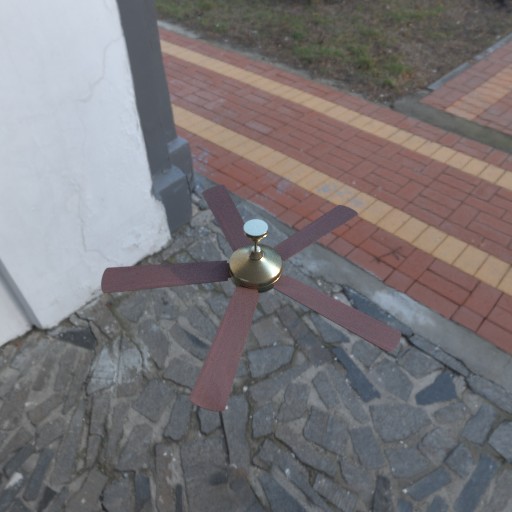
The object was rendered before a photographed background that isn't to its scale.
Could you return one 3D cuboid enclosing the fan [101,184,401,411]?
[{"bbox_3d":[0.000,0.000,2.014,1.321,0.356,1.321,-23,50,-21],"label":"fan"}]
